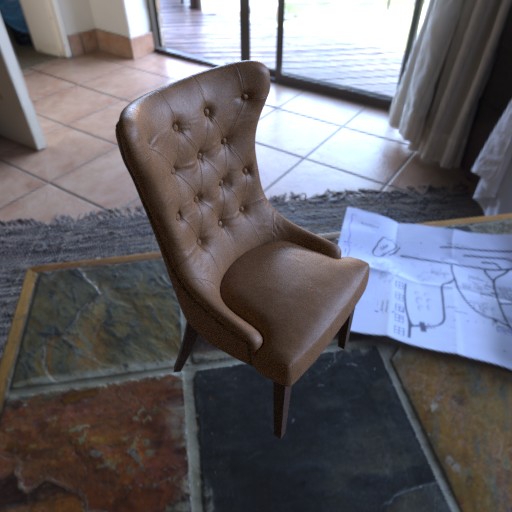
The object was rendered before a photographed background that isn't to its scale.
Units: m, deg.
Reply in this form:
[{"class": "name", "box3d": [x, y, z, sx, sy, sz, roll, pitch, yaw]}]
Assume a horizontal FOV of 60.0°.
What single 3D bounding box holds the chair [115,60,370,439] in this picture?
[{"class": "chair", "box3d": [0.000, 0.000, 1.502, 0.669, 1.065, 0.611, 25, 47, 26]}]
